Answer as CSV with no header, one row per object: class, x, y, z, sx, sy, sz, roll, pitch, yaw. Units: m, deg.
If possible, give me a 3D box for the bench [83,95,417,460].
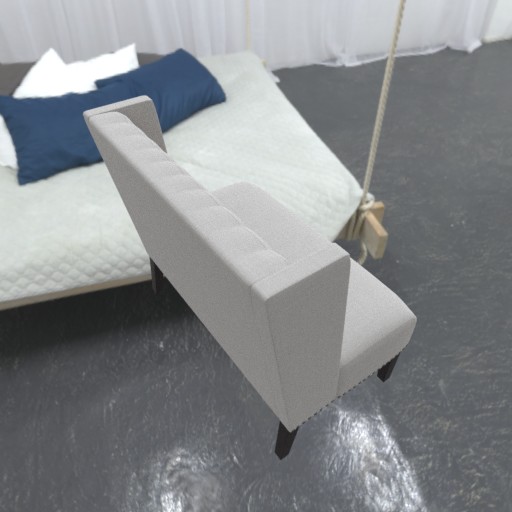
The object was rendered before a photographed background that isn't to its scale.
bench,0.000,0.000,1.991,0.847,1.123,1.280,-26,49,-25
